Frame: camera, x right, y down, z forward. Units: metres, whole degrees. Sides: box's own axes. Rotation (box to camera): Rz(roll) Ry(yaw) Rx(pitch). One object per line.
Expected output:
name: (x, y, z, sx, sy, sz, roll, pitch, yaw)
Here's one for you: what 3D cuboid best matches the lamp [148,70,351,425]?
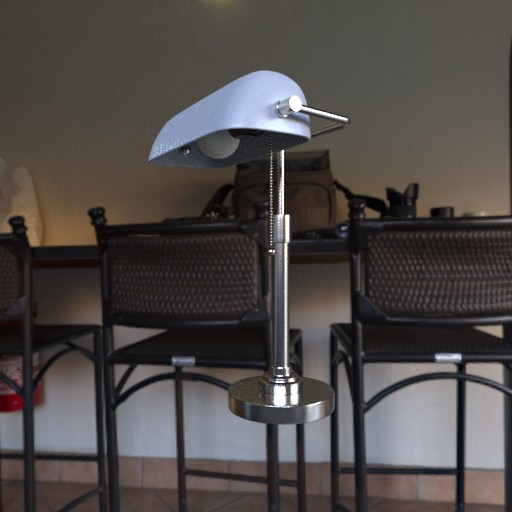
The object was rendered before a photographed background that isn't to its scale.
lamp: (0.000, 0.000, 0.578, 0.227, 0.404, 0.269, 0, 0, -36)
